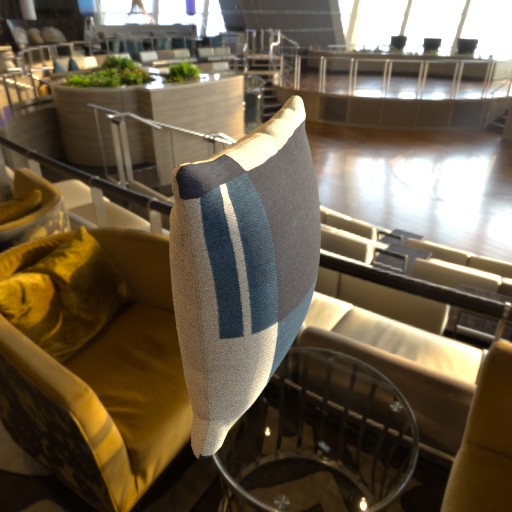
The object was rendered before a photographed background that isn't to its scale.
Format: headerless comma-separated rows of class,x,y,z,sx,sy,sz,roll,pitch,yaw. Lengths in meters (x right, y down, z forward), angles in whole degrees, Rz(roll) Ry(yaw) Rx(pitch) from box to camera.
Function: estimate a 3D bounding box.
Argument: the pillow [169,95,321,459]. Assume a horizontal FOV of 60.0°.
pillow,0.000,0.000,0.833,0.229,0.506,0.536,10,30,18
